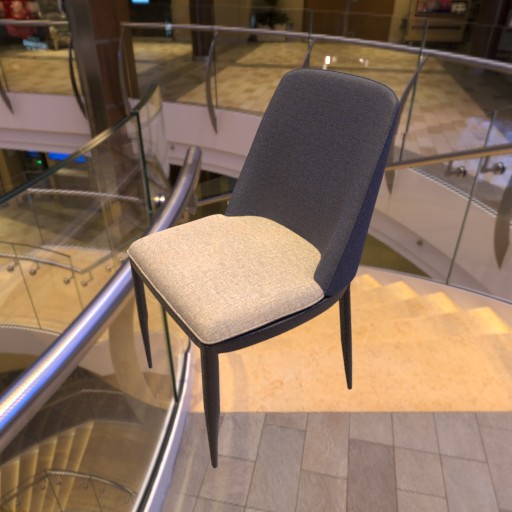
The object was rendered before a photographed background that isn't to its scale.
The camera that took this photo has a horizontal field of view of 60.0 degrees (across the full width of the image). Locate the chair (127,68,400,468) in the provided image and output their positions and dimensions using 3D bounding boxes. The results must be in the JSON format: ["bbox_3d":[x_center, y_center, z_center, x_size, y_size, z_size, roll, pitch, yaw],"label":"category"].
[{"bbox_3d":[0.000,0.000,1.147,0.551,0.839,0.480,-20,37,-29],"label":"chair"}]
